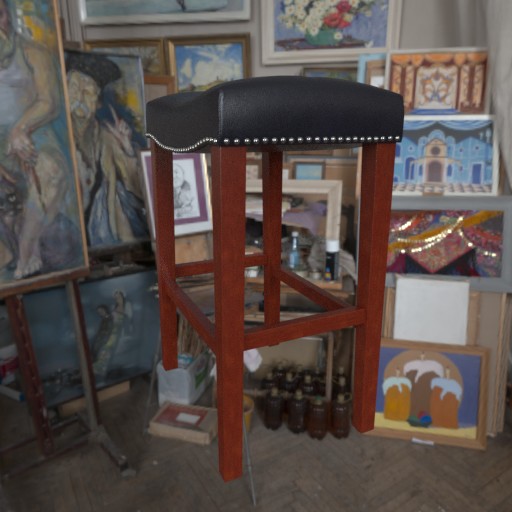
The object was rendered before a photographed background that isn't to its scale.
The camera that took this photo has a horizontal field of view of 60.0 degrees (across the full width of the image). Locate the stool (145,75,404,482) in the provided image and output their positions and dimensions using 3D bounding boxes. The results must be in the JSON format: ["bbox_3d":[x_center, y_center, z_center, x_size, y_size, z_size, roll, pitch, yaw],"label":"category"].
[{"bbox_3d":[0.000,0.000,1.031,0.372,0.742,0.504,-8,18,-25],"label":"stool"}]
